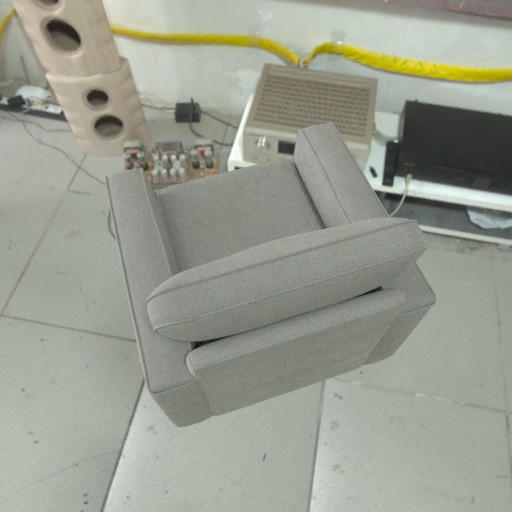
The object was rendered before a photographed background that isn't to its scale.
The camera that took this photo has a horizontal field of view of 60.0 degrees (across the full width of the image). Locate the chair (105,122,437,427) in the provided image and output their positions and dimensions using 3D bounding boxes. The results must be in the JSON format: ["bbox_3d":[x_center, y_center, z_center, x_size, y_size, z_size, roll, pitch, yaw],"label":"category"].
[{"bbox_3d":[0.000,0.000,1.776,1.015,0.965,0.939,-16,60,-9],"label":"chair"}]
